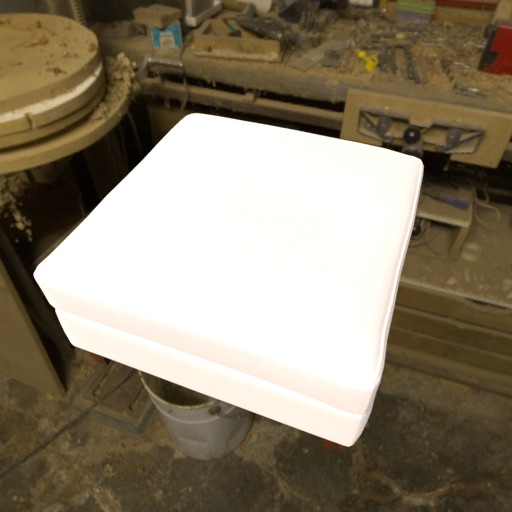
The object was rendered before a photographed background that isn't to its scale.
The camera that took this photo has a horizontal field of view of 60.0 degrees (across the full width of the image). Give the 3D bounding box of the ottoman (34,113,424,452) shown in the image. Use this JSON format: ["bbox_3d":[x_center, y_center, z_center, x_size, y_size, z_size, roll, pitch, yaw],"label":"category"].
[{"bbox_3d":[0.000,0.000,1.335,0.838,0.479,0.838,15,48,14],"label":"ottoman"}]
